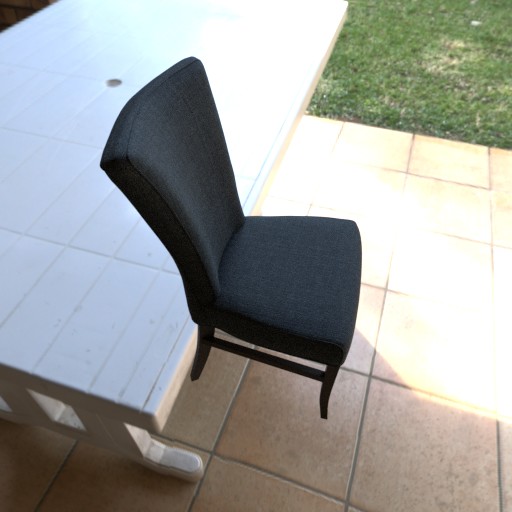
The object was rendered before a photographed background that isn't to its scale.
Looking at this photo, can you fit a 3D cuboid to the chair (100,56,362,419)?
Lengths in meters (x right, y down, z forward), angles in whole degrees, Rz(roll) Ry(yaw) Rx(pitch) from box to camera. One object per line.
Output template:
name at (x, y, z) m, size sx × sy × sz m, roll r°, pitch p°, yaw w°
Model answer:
chair at (0.000, 0.000, 1.371) m, size 0.660 × 0.991 × 0.520 m, roll 9°, pitch 48°, yaw 9°
